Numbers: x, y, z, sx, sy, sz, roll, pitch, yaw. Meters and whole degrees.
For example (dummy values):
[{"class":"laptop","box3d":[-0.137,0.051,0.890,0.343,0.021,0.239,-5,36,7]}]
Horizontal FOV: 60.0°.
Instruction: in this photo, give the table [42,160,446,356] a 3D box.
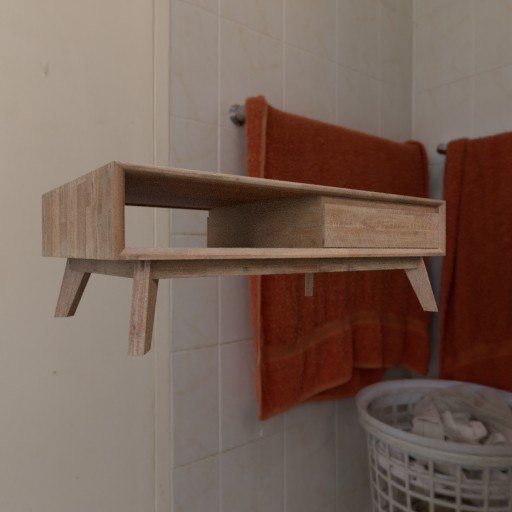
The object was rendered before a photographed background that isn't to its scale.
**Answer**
[{"class":"table","box3d":[0.000,0.000,2.029,1.619,0.531,0.918,-1,1,-37]}]
